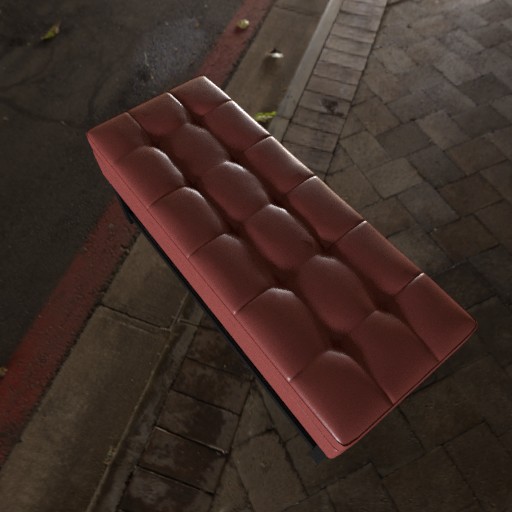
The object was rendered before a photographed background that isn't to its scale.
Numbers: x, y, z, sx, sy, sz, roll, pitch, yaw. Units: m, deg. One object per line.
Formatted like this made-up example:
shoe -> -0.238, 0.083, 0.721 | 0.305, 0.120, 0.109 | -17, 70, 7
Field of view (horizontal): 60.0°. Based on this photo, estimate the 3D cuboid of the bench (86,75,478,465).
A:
bench -> 0.000, 0.000, 1.325 | 0.432, 0.460, 1.105 | -34, 65, -18
